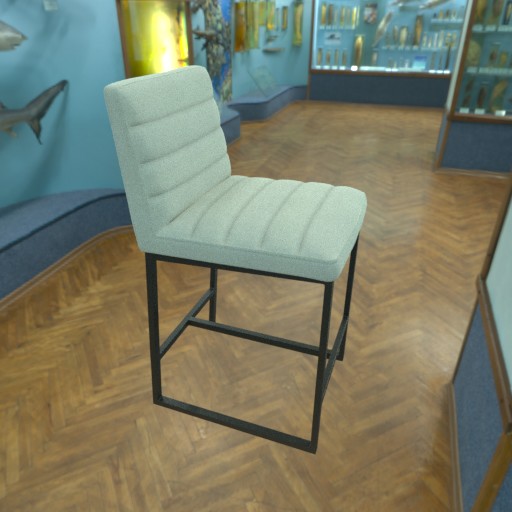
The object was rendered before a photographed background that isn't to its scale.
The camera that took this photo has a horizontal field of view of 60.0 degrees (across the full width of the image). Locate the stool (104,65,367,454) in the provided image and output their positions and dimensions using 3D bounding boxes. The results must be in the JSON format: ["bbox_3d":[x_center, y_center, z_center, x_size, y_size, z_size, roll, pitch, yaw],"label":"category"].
[{"bbox_3d":[0.000,0.000,1.287,0.567,0.971,0.459,10,31,18],"label":"stool"}]
